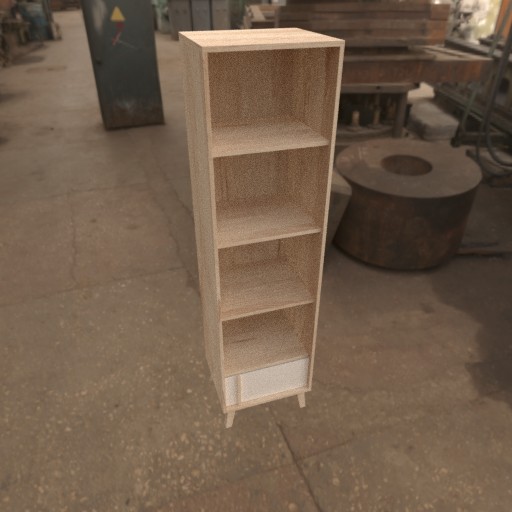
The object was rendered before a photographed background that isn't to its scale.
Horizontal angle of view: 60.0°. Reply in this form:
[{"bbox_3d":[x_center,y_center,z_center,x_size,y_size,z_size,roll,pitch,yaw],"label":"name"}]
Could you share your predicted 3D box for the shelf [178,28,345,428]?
[{"bbox_3d":[0.000,0.000,2.191,0.510,1.960,0.450,-10,34,-15],"label":"shelf"}]
